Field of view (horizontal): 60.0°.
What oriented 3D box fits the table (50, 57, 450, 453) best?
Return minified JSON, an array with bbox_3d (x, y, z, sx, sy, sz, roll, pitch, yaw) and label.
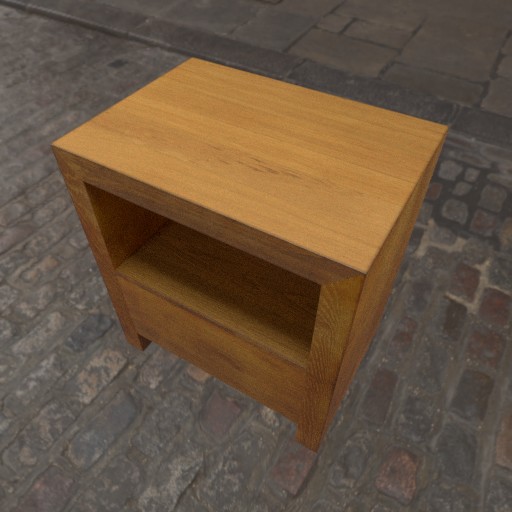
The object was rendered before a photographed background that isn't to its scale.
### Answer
[{"bbox_3d":[0.000,0.000,0.970,0.550,0.605,0.400,24,51,20],"label":"table"}]
